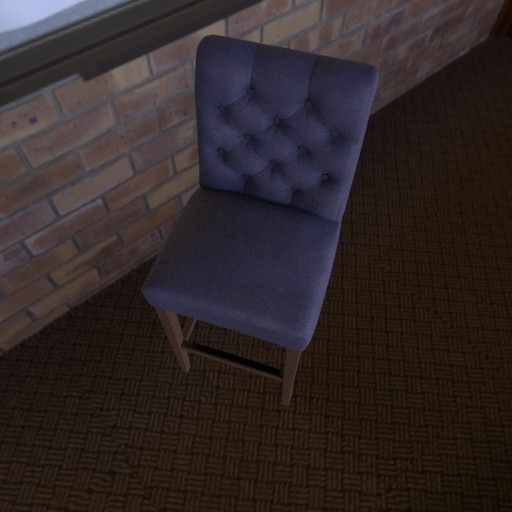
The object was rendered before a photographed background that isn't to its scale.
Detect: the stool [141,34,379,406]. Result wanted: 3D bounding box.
[{"bbox_3d":[0.000,0.000,1.449,0.493,1.140,0.601,15,59,9],"label":"stool"}]
